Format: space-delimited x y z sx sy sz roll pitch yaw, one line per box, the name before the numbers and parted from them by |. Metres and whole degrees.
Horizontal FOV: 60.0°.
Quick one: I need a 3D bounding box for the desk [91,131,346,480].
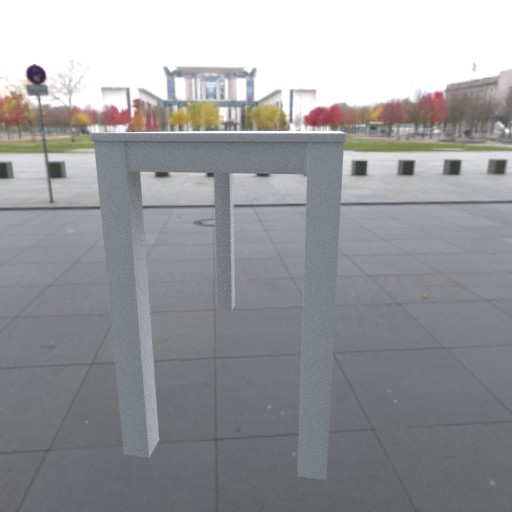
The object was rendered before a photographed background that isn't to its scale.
desk | 0.000 0.000 1.412 0.497 0.762 0.990 3 16 9
